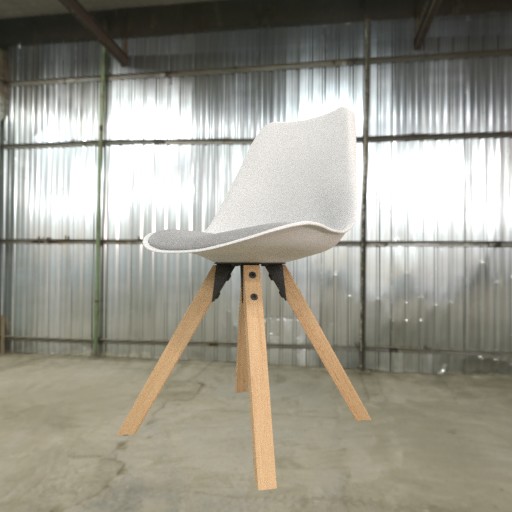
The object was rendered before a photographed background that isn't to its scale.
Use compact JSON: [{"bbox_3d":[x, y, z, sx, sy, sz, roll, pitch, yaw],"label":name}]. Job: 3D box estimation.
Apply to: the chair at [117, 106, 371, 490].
[{"bbox_3d":[0.000,0.000,1.126,0.485,0.850,0.550,-1,-1,37],"label":"chair"}]
